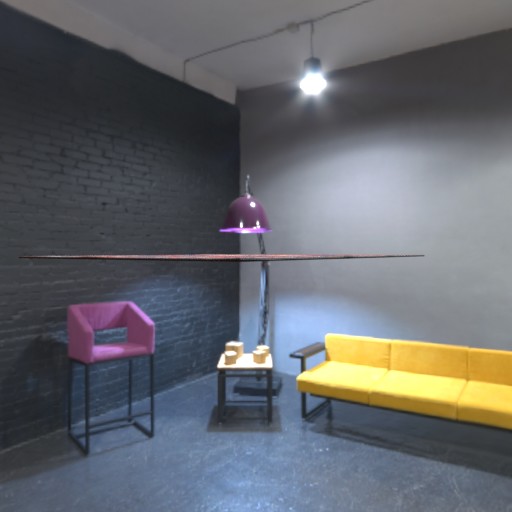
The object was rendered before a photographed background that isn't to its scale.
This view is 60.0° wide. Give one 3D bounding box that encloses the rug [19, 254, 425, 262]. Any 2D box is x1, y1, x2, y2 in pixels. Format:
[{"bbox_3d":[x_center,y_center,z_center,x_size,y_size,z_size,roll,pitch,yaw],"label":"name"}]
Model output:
[{"bbox_3d":[0.000,0.000,2.283,1.207,0.012,1.820,0,1,36],"label":"rug"}]
